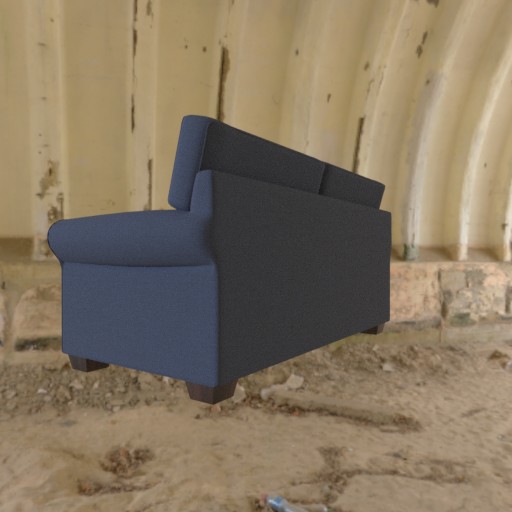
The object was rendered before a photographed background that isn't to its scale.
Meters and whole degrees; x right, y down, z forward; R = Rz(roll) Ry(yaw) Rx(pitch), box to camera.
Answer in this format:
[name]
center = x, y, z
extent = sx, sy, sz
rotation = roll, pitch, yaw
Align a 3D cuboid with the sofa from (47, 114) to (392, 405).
[sofa]
center = 0.000, 0.000, 2.477
extent = 0.940, 1.020, 1.930
rotation = 0, 0, 35
